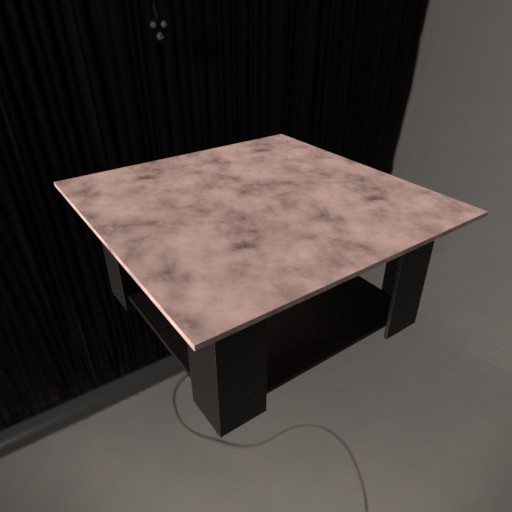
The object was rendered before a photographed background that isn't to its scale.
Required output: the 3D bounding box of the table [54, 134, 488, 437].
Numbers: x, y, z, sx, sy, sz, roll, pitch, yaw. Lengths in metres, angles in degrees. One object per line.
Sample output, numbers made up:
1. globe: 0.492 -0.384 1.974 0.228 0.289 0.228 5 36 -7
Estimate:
1. table: 0.000 0.000 1.037 0.670 0.305 0.670 -20 37 -30
